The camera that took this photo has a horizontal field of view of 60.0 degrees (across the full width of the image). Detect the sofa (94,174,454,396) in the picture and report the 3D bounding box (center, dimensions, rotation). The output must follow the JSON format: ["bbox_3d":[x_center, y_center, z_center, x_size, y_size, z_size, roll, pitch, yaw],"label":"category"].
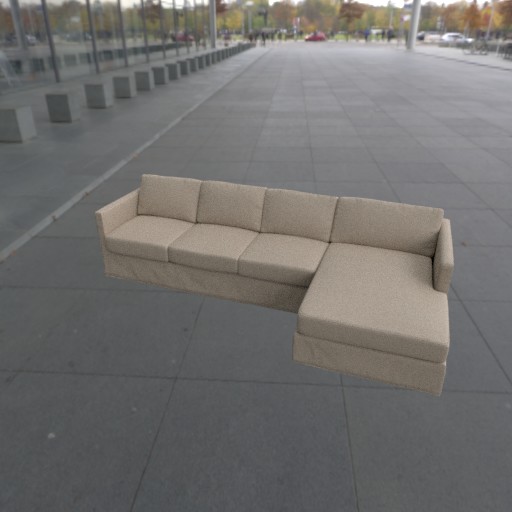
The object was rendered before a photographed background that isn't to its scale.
[{"bbox_3d":[0.000,0.000,3.913,3.177,0.867,1.622,9,28,17],"label":"sofa"}]
